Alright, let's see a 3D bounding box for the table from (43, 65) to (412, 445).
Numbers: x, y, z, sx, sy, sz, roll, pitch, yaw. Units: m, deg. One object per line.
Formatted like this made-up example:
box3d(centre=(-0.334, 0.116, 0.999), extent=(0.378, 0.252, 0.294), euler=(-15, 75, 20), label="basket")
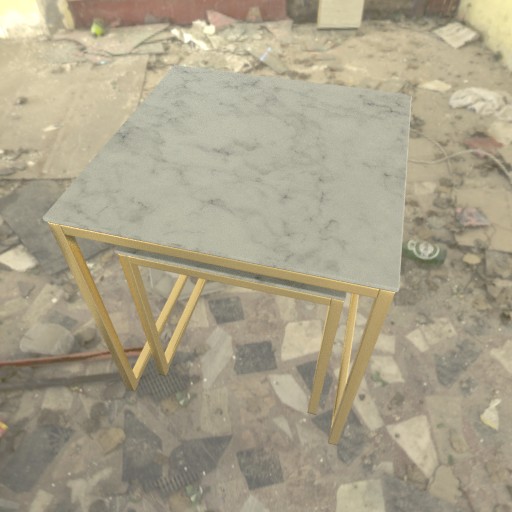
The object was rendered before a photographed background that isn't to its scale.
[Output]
box3d(centre=(0.000, 0.000, 0.862), extent=(0.450, 0.500, 0.450), euler=(11, 49, 10), label="table")
